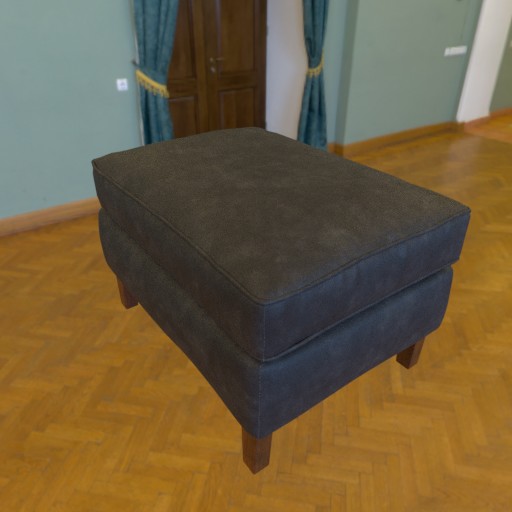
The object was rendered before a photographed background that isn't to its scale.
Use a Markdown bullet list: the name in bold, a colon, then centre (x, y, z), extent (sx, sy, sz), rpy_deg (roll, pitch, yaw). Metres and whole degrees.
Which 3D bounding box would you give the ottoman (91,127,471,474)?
- **ottoman**: centre (0.000, 0.000, 0.954), extent (0.501, 0.413, 0.665), rpy_deg (-21, 37, -30)
